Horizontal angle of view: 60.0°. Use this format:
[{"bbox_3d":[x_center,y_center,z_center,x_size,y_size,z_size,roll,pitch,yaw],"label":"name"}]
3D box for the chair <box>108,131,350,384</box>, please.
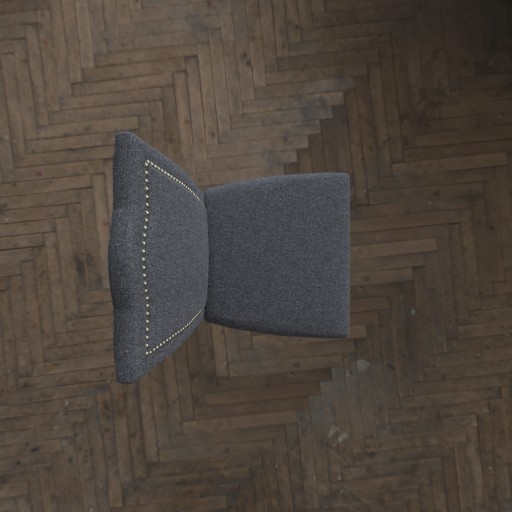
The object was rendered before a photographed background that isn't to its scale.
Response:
[{"bbox_3d":[0.000,0.000,1.308,0.589,0.946,0.518,0,91,0],"label":"chair"}]
